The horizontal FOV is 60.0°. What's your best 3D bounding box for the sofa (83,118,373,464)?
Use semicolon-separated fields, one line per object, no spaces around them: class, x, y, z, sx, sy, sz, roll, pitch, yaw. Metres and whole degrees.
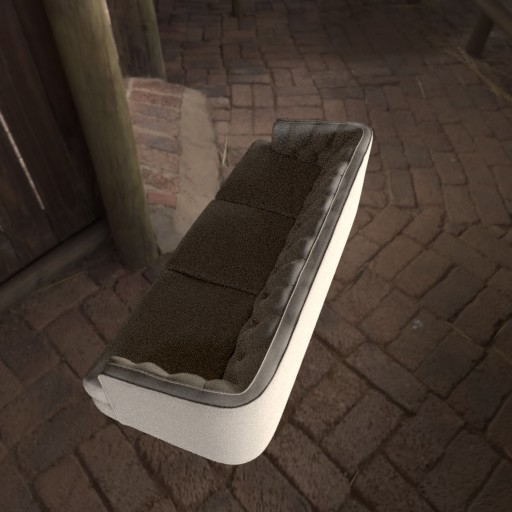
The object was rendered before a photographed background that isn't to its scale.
sofa;0.000;0.000;2.693;0.913;0.788;2.235;16;50;15
